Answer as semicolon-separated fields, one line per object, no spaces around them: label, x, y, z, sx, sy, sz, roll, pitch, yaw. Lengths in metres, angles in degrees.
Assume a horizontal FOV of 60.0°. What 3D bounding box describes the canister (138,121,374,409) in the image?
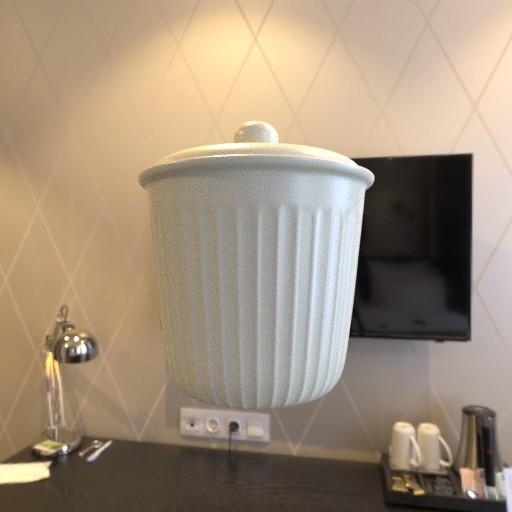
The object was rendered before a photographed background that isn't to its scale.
canister;0.000;0.000;0.350;0.181;0.211;0.181;0;-1;0
